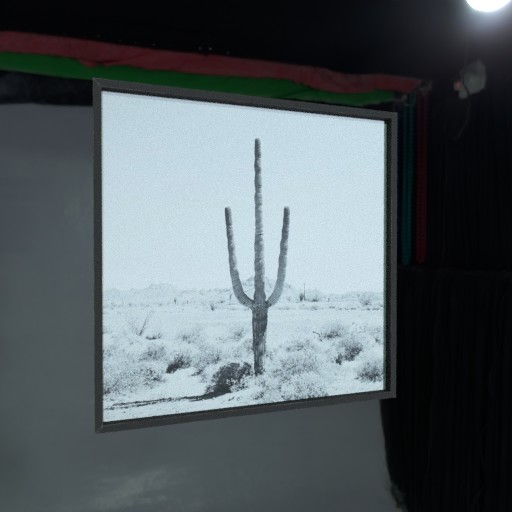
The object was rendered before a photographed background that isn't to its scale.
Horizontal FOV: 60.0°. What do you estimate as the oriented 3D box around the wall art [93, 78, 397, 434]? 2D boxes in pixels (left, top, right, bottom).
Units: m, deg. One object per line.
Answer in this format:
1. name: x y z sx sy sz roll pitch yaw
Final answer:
1. wall art: 0.000 0.000 0.445 0.305 0.305 0.038 0 1 -18
